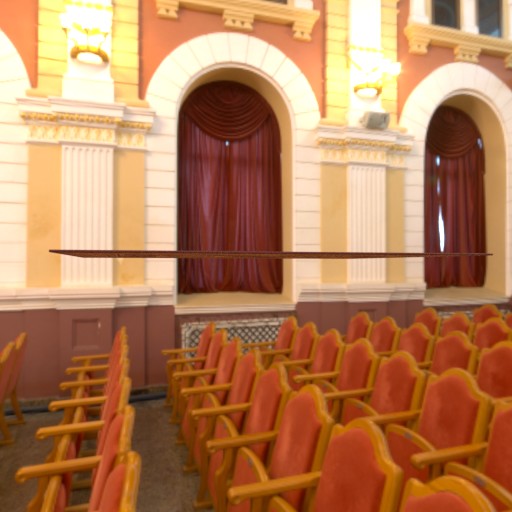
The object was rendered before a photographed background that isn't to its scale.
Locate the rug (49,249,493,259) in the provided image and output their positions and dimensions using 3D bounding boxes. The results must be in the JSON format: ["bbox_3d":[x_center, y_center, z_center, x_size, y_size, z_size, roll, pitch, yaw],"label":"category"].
[{"bbox_3d":[0.000,0.000,2.856,2.210,0.011,1.599,0,-1,-17],"label":"rug"}]
